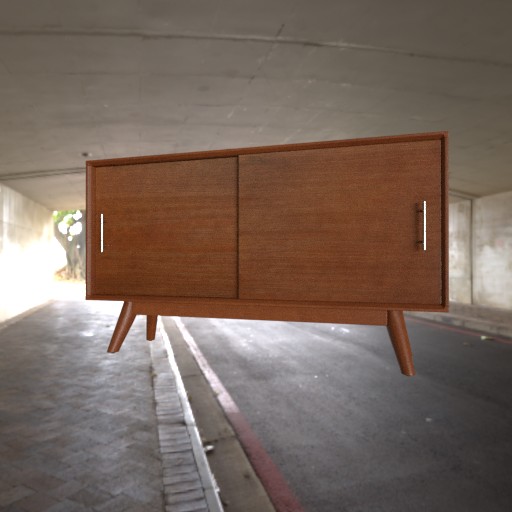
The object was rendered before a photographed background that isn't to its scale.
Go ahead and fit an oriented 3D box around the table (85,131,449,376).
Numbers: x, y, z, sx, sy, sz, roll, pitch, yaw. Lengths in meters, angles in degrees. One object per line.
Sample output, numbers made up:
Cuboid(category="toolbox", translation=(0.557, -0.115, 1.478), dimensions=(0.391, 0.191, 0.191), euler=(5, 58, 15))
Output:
Cuboid(category="table", translation=(0.000, 0.000, 1.552), dimensions=(1.220, 0.698, 0.308), euler=(0, 0, 18))
